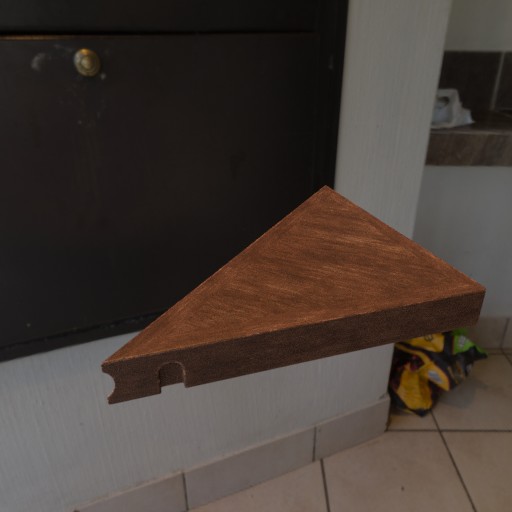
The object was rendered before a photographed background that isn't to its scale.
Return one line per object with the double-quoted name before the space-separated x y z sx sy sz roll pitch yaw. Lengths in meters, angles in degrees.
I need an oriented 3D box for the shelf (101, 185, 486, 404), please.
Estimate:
"shelf" 0.000 0.000 0.448 0.296 0.035 0.296 -8 27 -16
